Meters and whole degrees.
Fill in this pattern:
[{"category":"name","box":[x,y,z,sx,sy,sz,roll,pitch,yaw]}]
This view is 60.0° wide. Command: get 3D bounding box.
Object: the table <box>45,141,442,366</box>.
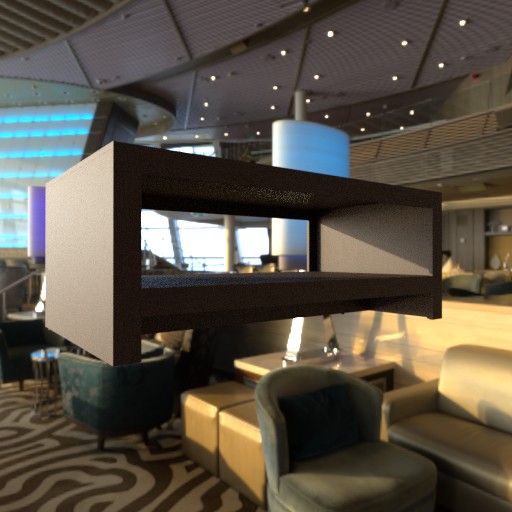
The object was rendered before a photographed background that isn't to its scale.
[{"category":"table","box":[0.000,0.000,1.390,1.099,0.424,0.597,0,0,-36]}]
